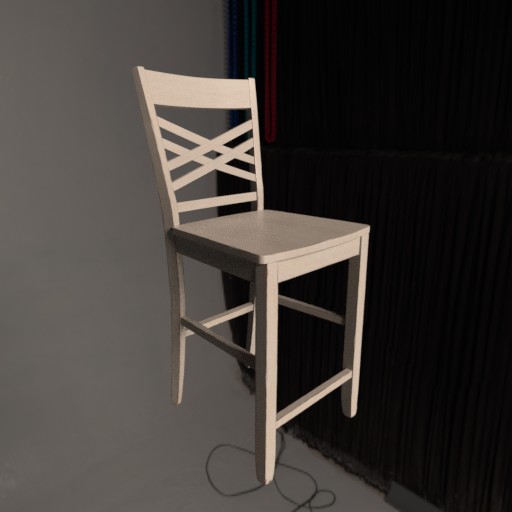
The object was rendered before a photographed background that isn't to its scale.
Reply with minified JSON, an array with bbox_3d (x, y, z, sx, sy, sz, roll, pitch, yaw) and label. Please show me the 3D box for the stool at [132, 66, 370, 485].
[{"bbox_3d":[0.000,0.000,1.357,0.462,1.079,0.539,-16,22,-43],"label":"stool"}]
